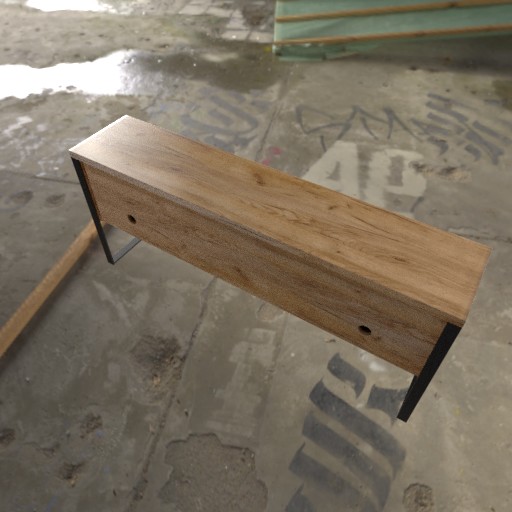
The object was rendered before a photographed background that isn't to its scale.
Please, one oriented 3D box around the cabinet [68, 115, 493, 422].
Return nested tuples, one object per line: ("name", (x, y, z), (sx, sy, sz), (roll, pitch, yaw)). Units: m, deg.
("cabinet", (0.000, 0.000, 2.109), (1.800, 0.762, 0.395), (24, 51, 21))
